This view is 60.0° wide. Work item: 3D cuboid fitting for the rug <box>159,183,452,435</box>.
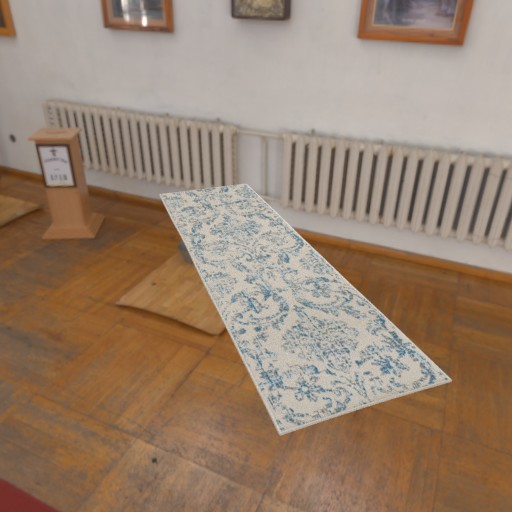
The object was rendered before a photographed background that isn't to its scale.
[{"bbox_3d":[0.000,0.000,2.361,0.662,0.011,2.196,-10,30,-18],"label":"rug"}]
